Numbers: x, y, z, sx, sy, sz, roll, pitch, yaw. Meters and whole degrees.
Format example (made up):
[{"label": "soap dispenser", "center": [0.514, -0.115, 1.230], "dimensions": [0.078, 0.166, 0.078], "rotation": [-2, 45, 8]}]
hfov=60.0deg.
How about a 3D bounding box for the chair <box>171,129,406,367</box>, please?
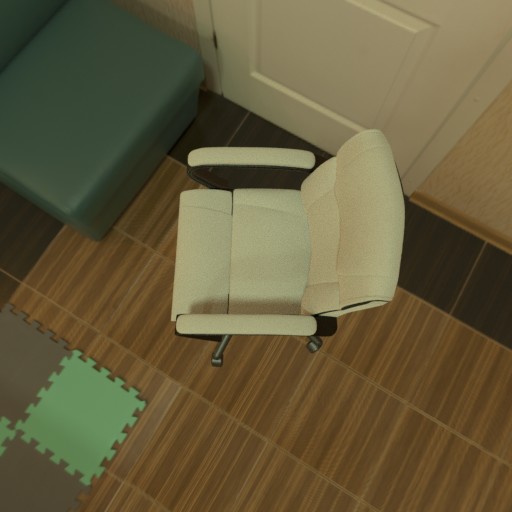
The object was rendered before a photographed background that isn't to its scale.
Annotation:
[{"label": "chair", "center": [0.000, 0.000, 1.522], "dimensions": [0.717, 1.004, 0.739], "rotation": [2, 75, 1]}]
